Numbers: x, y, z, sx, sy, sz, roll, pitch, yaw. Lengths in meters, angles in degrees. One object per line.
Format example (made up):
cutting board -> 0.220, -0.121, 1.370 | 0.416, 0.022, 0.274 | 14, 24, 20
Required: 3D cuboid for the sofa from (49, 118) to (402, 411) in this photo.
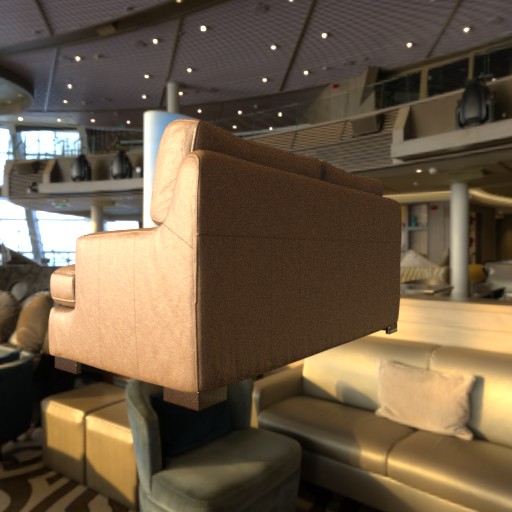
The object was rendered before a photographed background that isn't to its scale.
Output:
sofa -> 0.000, 0.000, 2.388 | 0.962, 0.980, 1.855 | 0, 1, 37
